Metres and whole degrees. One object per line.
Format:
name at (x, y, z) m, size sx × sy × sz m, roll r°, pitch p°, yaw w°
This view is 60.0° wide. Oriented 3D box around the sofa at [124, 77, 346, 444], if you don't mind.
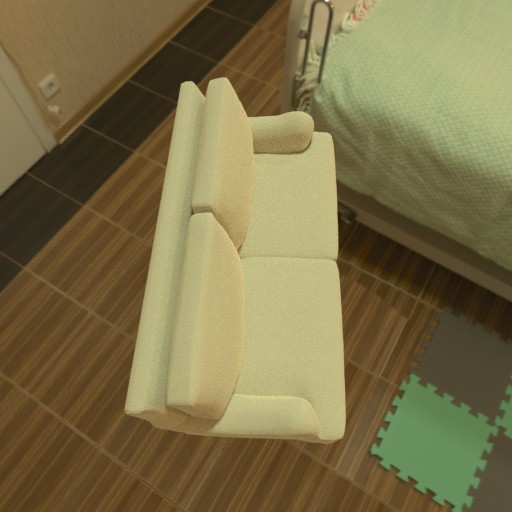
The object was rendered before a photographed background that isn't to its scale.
sofa at (0.000, 0.000, 2.822) m, size 1.086 × 1.087 × 2.159 m, roll 2°, pitch 63°, yaw 1°
